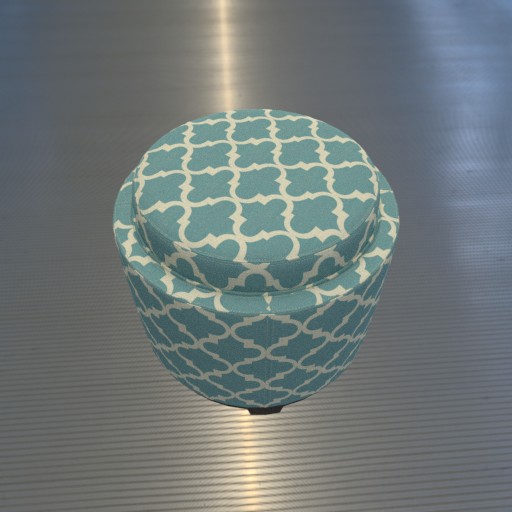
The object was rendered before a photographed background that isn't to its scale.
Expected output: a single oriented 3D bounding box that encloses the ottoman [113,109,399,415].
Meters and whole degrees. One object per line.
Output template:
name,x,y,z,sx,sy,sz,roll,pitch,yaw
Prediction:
ottoman,0.000,0.000,0.850,0.480,0.429,0.480,0,48,0
